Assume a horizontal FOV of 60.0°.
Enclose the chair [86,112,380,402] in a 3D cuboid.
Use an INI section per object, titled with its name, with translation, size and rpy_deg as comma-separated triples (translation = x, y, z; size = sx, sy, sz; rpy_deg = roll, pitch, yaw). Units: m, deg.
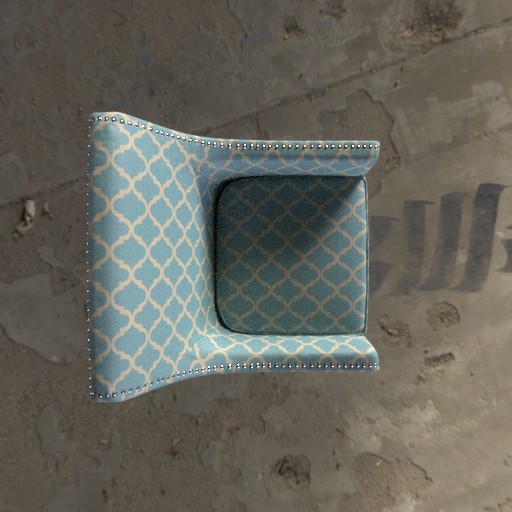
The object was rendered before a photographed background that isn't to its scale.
[chair]
translation = 0.000, 0.000, 1.303
size = 0.686, 0.817, 0.617
rpy_deg = 0, 91, 1
